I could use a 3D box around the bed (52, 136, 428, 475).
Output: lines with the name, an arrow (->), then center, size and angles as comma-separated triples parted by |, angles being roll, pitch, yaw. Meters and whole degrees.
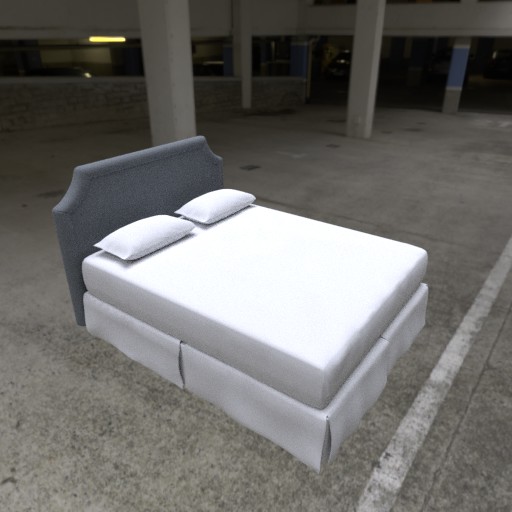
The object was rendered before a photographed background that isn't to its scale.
bed -> 0.000, 0.000, 3.335 | 2.259, 1.296, 1.811 | 18, 32, 32
